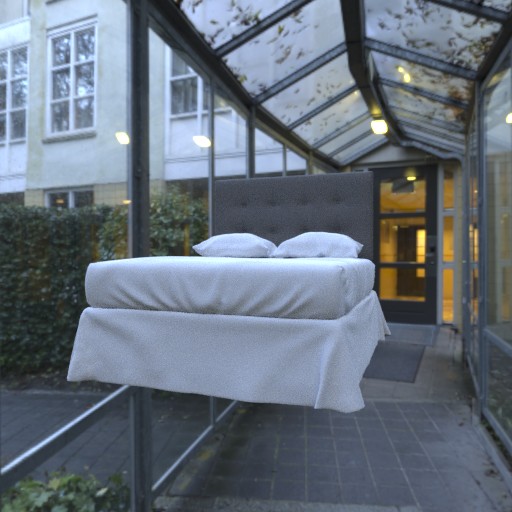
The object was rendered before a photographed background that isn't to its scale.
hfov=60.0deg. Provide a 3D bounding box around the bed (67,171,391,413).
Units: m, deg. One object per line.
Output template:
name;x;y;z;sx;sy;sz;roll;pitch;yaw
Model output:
bed;0.000;0.000;3.502;1.936;1.577;2.222;0;1;20
